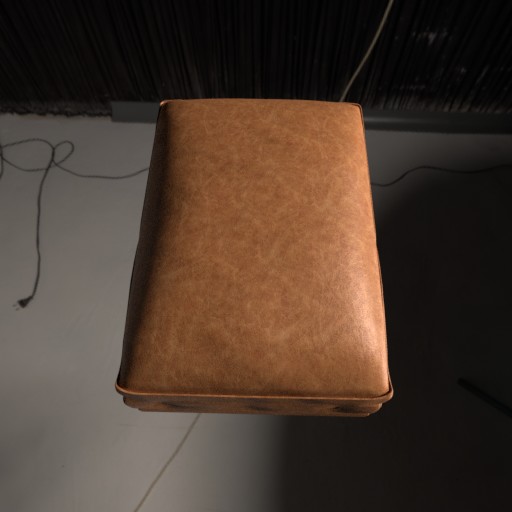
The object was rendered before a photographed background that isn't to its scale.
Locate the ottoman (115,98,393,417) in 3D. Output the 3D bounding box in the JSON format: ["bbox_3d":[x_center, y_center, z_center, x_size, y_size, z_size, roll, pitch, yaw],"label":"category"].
[{"bbox_3d":[0.000,0.000,1.072,0.533,0.480,0.710,1,63,1],"label":"ottoman"}]
